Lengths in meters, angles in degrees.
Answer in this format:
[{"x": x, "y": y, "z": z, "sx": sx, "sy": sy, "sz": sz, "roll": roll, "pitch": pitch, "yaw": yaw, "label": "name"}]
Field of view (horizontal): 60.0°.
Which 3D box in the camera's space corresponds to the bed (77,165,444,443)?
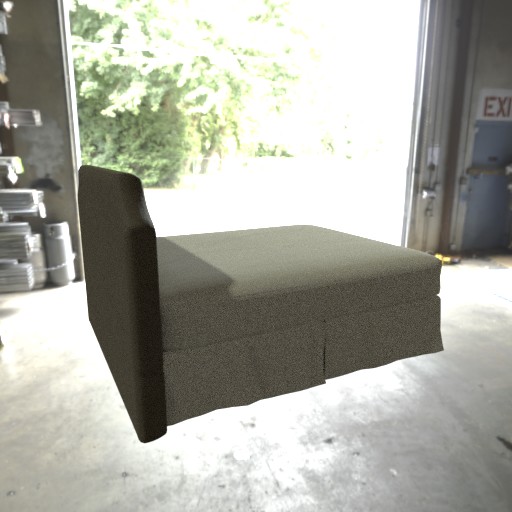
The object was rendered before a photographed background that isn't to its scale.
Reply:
[{"x": 0.000, "y": 0.000, "z": 3.227, "sx": 2.181, "sy": 1.297, "sz": 1.831, "roll": -7, "pitch": 15, "yaw": -27, "label": "bed"}]
